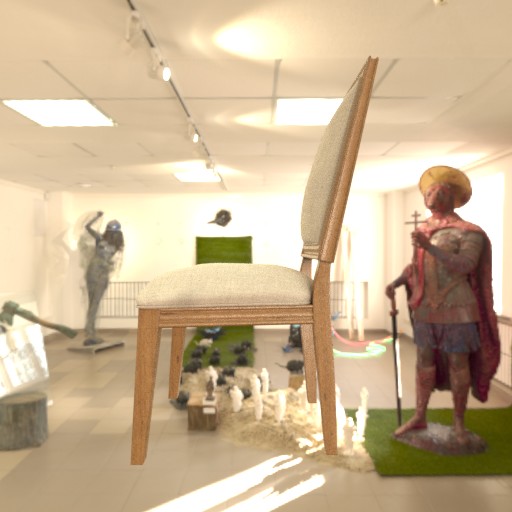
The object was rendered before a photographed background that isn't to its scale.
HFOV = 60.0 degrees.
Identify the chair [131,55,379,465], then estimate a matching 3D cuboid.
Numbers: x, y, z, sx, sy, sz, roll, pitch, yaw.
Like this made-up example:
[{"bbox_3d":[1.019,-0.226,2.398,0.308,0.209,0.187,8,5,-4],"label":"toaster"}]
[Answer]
[{"bbox_3d":[0.000,0.000,1.298,0.601,0.988,0.536,0,1,0],"label":"chair"}]
